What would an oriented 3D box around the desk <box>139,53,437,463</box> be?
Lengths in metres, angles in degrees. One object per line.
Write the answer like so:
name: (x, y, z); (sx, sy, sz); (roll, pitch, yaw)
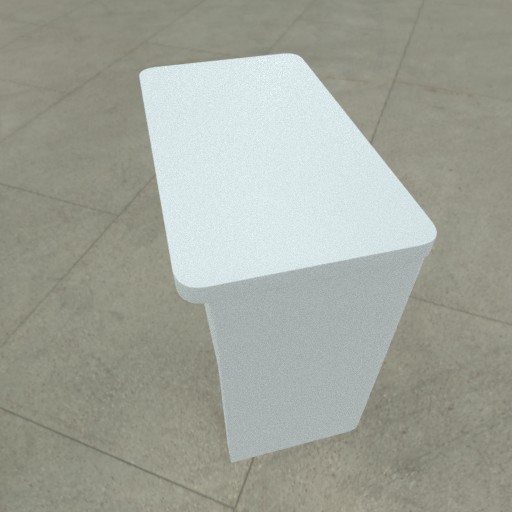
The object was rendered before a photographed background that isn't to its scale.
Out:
desk: (0.000, 0.000, 1.231); (0.446, 0.760, 0.790); (-11, 47, -10)
